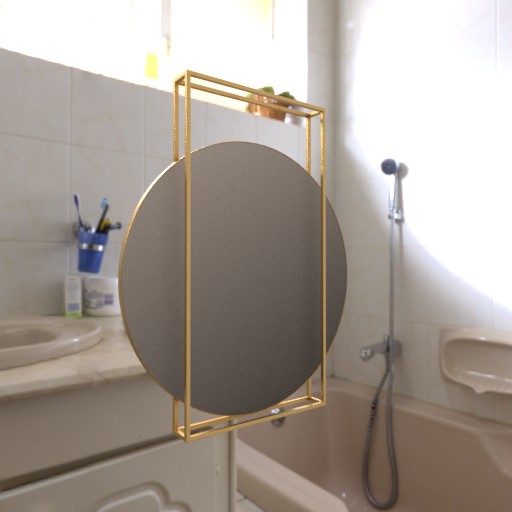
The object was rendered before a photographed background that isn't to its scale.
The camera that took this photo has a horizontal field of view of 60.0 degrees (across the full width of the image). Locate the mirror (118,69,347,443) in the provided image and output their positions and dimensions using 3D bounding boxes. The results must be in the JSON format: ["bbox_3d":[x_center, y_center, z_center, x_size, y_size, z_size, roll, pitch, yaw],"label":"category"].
[{"bbox_3d":[0.000,0.000,0.829,0.508,0.603,0.051,0,-1,-36],"label":"mirror"}]
